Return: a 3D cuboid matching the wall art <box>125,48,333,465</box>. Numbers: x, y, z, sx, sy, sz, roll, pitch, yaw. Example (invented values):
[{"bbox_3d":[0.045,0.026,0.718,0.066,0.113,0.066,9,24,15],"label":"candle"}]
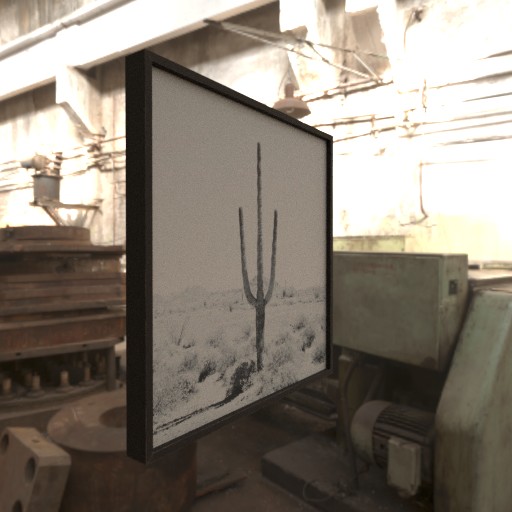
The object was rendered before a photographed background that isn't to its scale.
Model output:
[{"bbox_3d":[0.000,0.000,0.756,0.038,0.508,0.508,0,1,36],"label":"wall art"}]
